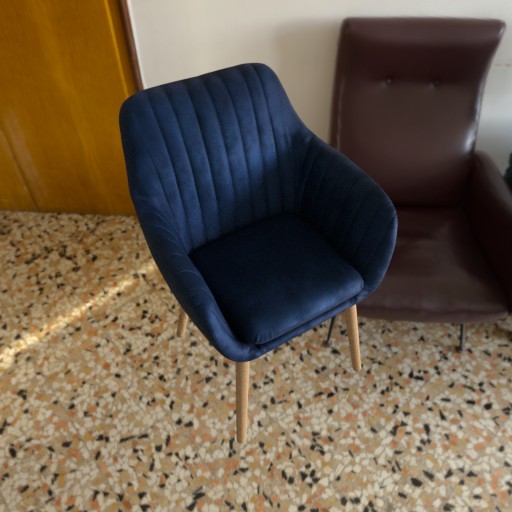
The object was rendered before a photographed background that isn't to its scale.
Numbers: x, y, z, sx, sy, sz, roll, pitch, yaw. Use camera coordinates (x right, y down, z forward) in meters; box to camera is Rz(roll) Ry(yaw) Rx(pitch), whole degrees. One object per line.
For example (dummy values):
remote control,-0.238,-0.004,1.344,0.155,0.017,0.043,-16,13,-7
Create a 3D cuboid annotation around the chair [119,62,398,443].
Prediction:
chair,0.000,0.000,1.244,0.578,0.826,0.573,-24,51,-22
